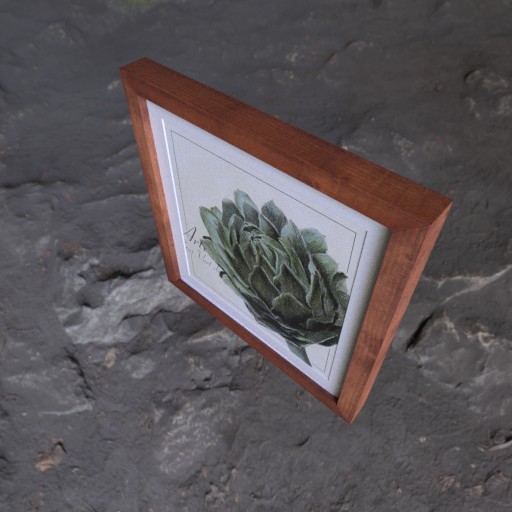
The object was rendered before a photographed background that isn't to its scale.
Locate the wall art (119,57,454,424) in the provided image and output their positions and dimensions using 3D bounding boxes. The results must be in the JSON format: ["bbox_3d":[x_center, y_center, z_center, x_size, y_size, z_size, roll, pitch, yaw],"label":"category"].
[{"bbox_3d":[0.000,0.000,0.571,0.386,0.385,0.038,34,56,27],"label":"wall art"}]
